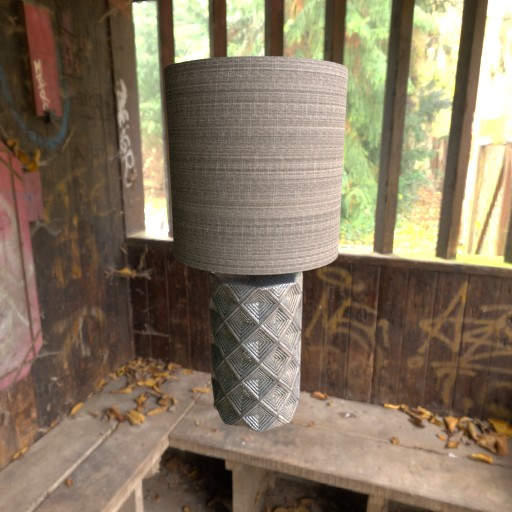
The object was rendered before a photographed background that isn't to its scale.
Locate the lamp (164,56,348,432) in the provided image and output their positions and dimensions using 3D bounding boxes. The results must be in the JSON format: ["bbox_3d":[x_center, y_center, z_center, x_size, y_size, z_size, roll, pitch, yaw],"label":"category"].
[{"bbox_3d":[0.000,0.000,0.733,0.269,0.566,0.268,-3,15,-10],"label":"lamp"}]
